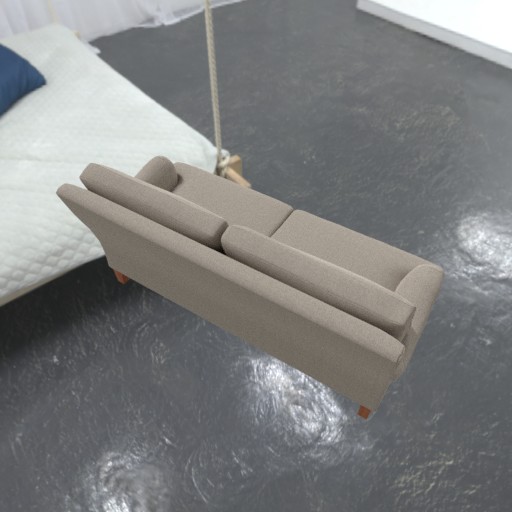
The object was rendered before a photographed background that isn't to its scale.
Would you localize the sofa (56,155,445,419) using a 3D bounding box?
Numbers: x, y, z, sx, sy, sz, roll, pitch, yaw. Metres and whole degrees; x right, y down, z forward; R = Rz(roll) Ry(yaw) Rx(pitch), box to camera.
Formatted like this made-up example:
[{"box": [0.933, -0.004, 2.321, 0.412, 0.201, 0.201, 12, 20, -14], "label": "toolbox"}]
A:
[{"box": [0.000, 0.000, 2.840, 2.160, 1.054, 1.087, 25, 52, 21], "label": "sofa"}]
